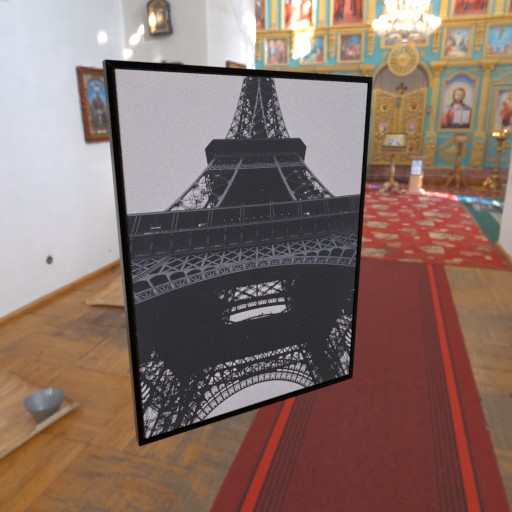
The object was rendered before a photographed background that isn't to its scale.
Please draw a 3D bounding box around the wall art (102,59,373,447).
[{"bbox_3d":[0.000,0.000,1.365,0.805,1.062,0.040,-8,18,-27],"label":"wall art"}]
